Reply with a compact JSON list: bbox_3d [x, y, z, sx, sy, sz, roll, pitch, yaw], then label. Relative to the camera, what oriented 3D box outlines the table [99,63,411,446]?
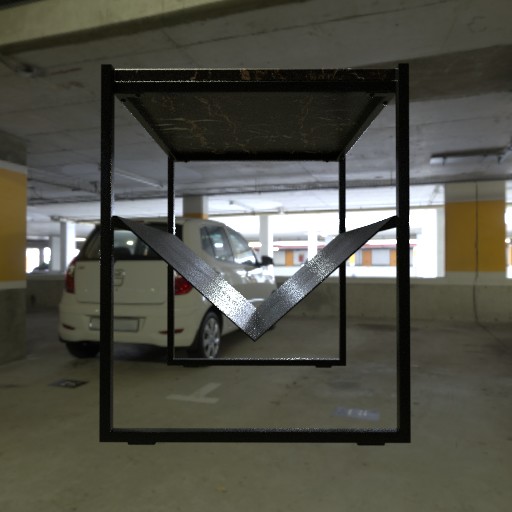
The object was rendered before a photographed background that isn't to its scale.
[{"bbox_3d":[0.000,0.000,0.850,0.432,0.534,0.469,0,-1,0],"label":"table"}]
